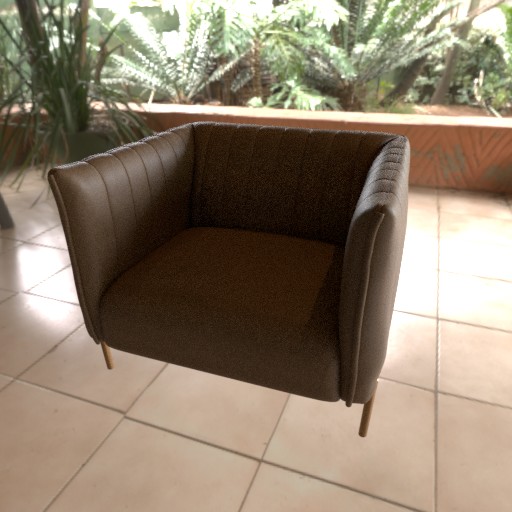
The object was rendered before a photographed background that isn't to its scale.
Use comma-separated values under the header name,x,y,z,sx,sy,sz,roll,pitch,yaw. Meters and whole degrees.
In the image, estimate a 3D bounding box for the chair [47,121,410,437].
name,x,y,z,sx,sy,sz,roll,pitch,yaw
chair,0.000,0.000,1.580,0.981,0.779,0.876,9,27,18
